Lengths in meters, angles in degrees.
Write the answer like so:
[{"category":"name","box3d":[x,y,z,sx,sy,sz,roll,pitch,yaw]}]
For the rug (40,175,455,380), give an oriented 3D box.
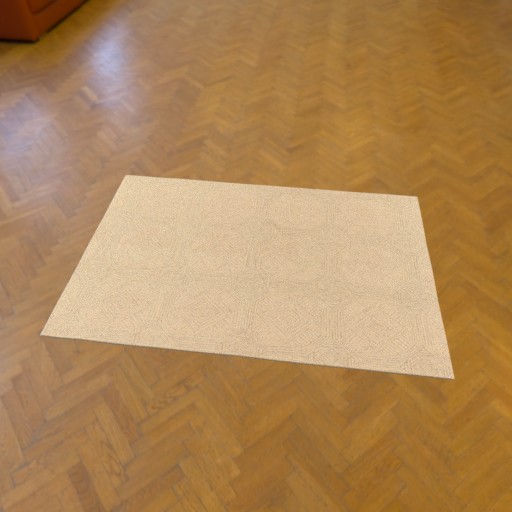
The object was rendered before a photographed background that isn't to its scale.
[{"category":"rug","box3d":[0.000,0.000,2.364,1.839,0.009,1.236,5,47,5]}]
